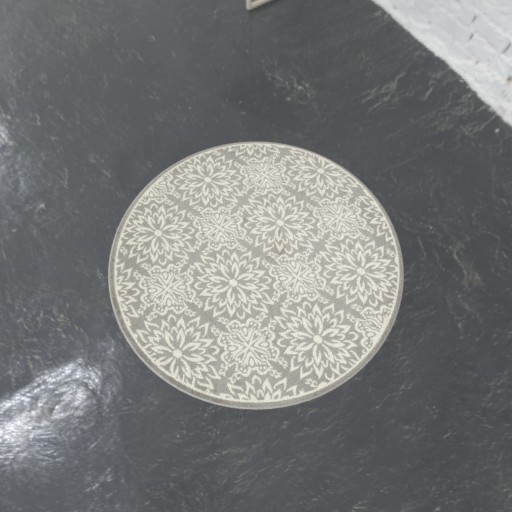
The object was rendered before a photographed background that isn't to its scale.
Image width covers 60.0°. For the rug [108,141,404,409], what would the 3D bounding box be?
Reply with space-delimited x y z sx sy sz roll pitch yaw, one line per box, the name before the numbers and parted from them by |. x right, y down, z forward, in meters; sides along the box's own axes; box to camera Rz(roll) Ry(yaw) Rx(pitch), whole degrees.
rug | 0.000 0.000 2.414 1.593 0.012 1.593 0 64 0
